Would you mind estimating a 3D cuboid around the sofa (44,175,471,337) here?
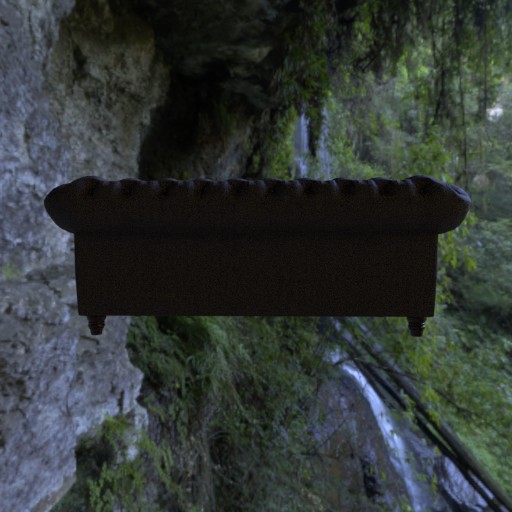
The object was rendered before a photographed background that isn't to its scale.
[{"bbox_3d":[0.000,0.000,2.472,2.048,0.780,0.944,0,0,2],"label":"sofa"}]
